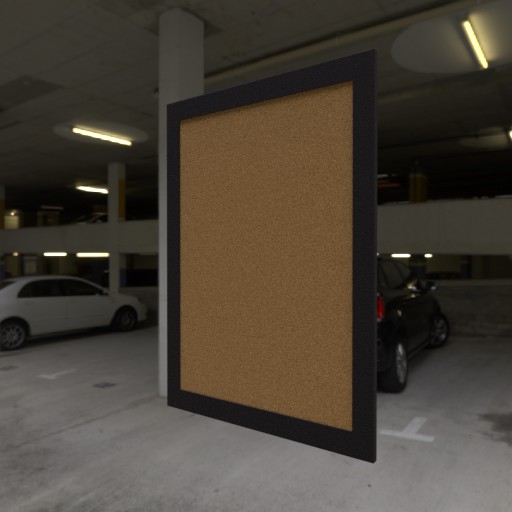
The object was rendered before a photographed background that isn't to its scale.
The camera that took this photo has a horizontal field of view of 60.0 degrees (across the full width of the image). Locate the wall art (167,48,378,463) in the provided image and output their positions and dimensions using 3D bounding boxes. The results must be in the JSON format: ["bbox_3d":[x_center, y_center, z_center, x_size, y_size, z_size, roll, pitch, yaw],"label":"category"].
[{"bbox_3d":[0.000,0.000,0.675,0.374,0.529,0.012,0,1,35],"label":"wall art"}]
